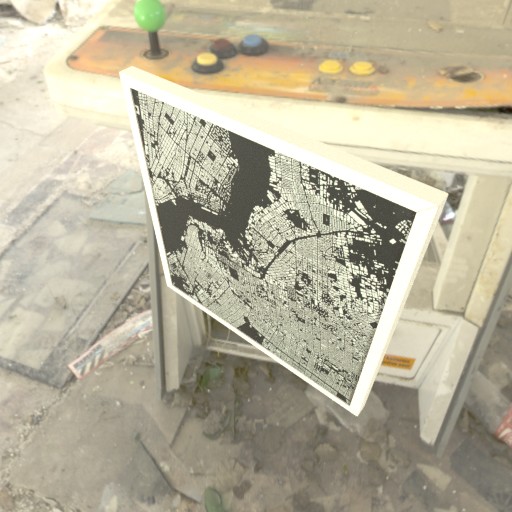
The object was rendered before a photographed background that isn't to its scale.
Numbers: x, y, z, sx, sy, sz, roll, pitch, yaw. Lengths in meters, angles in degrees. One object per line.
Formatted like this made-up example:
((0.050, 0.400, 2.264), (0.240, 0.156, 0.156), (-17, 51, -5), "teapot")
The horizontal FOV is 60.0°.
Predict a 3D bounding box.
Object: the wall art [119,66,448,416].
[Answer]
((0.000, 0.000, 1.136), (0.761, 0.762, 0.050), (30, 53, 25), "wall art")
